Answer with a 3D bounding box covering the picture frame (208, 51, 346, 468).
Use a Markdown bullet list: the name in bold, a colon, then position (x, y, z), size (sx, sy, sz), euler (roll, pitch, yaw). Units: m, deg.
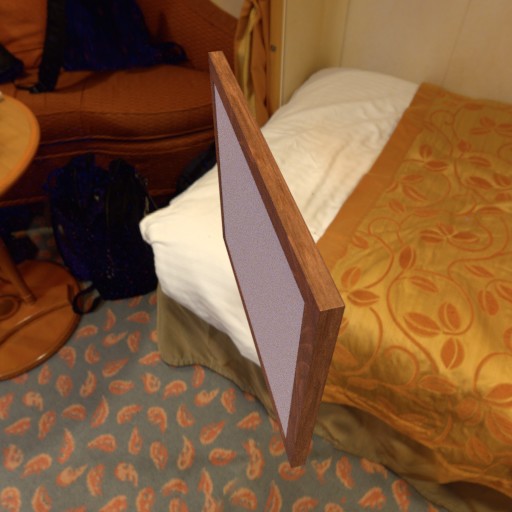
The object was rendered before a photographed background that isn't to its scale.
- **picture frame**: position (0.000, 0.000, 0.756), size (0.025, 0.457, 0.559), euler (-11, 49, -10)
